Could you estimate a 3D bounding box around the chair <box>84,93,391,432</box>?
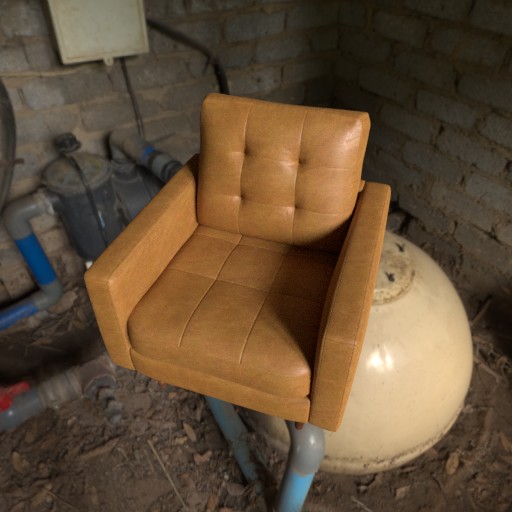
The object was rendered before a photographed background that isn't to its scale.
[{"bbox_3d":[0.000,0.000,1.559,0.831,0.896,0.868,12,42,14],"label":"chair"}]
